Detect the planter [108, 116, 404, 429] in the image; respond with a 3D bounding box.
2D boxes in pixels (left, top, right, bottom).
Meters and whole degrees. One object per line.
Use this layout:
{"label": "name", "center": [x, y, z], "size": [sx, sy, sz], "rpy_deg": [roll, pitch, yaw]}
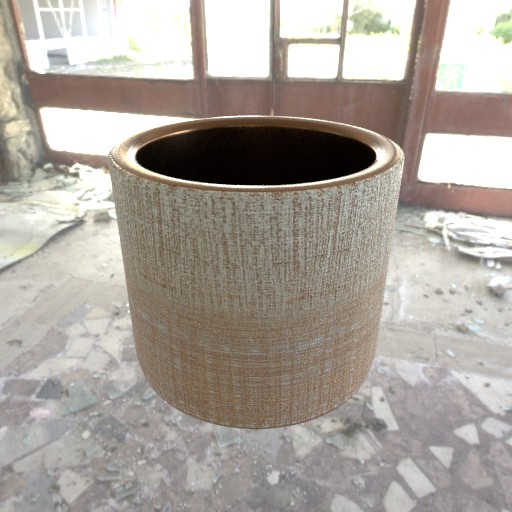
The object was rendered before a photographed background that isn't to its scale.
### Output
{"label": "planter", "center": [0.000, 0.000, 0.188], "size": [0.109, 0.096, 0.109], "rpy_deg": [0, 28, 0]}
